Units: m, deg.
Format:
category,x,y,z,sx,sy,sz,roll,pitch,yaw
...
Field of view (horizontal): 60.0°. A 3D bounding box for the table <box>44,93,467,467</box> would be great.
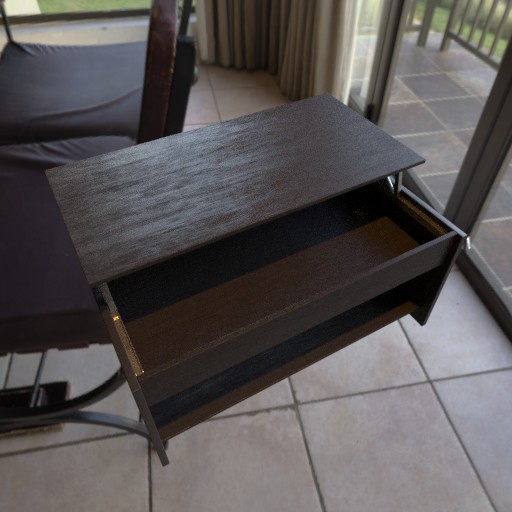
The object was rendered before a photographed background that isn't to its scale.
category,x,y,z,sx,sy,sz,roll,pitch,yaw
table,0.000,0.000,1.433,1.000,0.570,0.712,-22,50,-20
